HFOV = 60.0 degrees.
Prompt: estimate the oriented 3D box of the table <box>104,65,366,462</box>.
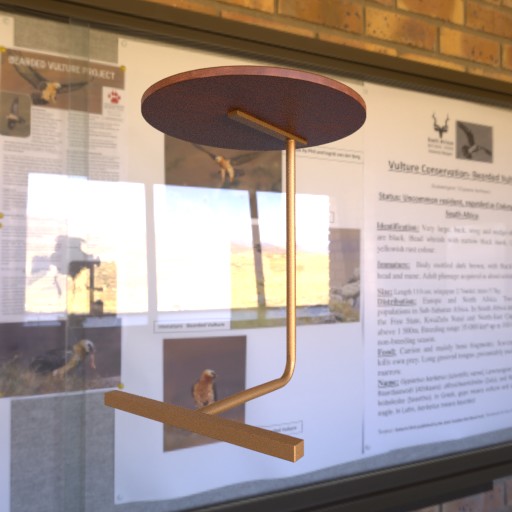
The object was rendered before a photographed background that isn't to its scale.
[{"bbox_3d":[0.000,0.000,1.106,0.530,0.706,0.577,-1,-1,36],"label":"table"}]
